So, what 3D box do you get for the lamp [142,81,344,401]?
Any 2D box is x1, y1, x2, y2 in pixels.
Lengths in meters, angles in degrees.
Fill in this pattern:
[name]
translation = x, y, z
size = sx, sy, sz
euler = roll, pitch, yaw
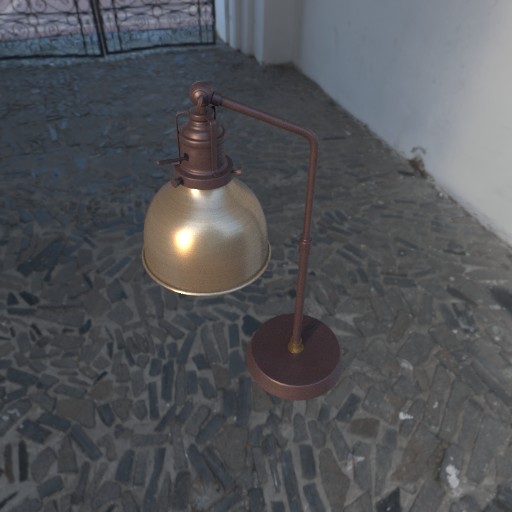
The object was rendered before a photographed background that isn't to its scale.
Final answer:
[lamp]
translation = 0.000, 0.000, 0.598
size = 0.298, 0.469, 0.175
euler = 0, 42, 0
